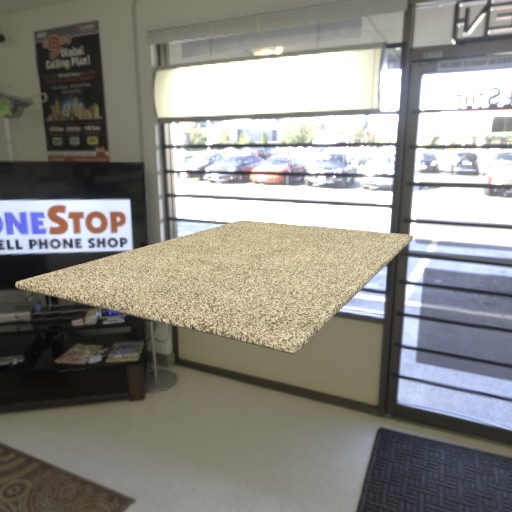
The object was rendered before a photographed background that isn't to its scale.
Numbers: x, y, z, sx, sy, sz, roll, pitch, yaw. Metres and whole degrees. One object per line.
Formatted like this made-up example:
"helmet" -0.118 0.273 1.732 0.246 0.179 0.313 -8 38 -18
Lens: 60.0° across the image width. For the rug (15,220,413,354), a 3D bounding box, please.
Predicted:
"rug" 0.000 0.000 2.230 1.219 0.030 1.778 7 16 28
